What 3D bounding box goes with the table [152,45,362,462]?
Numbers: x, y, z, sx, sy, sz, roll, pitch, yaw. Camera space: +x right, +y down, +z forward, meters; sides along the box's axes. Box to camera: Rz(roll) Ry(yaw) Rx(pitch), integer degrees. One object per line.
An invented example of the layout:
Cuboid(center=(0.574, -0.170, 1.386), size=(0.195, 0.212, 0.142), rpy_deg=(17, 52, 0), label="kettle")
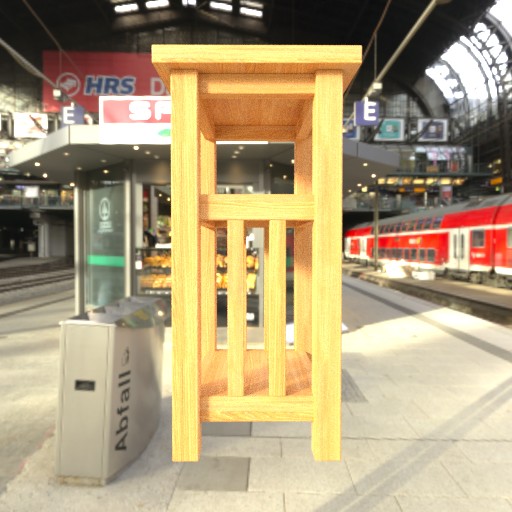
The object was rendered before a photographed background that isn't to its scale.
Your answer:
Cuboid(center=(0.000, 0.000, 0.749), size=(0.270, 0.550, 0.350), rpy_deg=(0, 1, 0), label="table")
